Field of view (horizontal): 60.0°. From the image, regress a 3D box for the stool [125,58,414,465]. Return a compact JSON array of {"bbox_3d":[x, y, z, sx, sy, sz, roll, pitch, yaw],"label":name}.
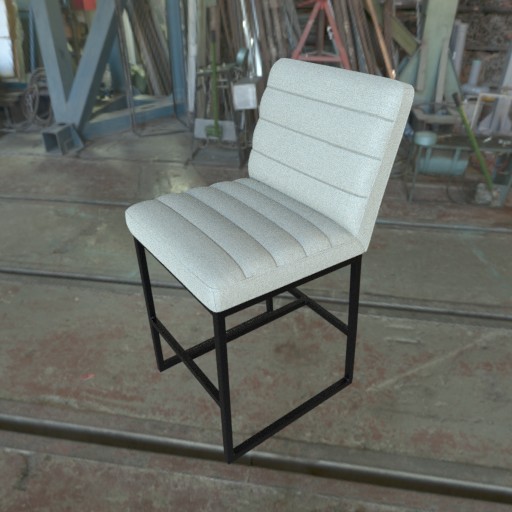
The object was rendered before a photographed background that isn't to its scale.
[{"bbox_3d":[0.000,0.000,1.238,0.560,0.940,0.460,-22,38,-30],"label":"stool"}]
